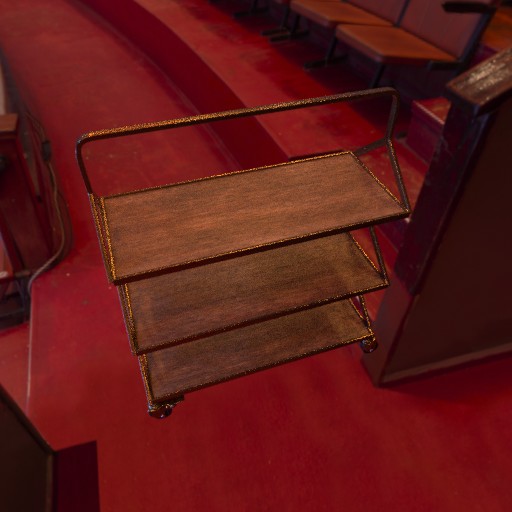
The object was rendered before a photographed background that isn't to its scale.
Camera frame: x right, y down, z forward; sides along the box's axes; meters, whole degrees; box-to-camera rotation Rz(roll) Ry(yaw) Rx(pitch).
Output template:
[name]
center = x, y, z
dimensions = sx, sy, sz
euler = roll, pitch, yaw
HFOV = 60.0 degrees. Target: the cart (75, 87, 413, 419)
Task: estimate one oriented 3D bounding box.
[cart]
center = 0.000, 0.000, 1.159
dimensions = 0.723, 0.805, 0.313
euler = -13, 45, -14
